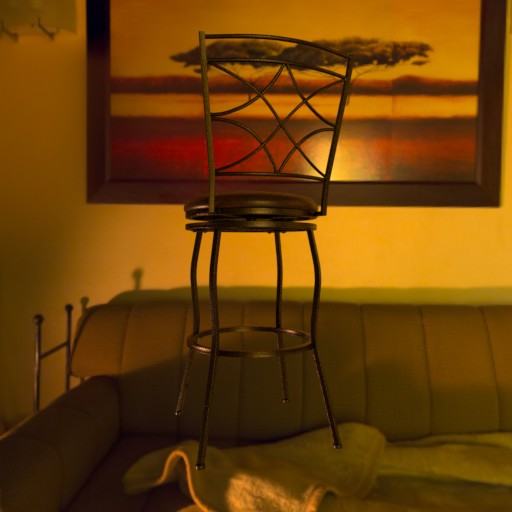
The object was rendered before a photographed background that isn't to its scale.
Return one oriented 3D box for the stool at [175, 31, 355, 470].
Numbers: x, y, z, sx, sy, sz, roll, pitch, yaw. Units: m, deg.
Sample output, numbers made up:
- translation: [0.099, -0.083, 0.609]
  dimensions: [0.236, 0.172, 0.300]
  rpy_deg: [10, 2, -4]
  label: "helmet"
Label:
- translation: [0.000, 0.000, 1.371]
  dimensions: [0.434, 1.117, 0.534]
  rpy_deg: [0, 1, -18]
  label: "stool"
